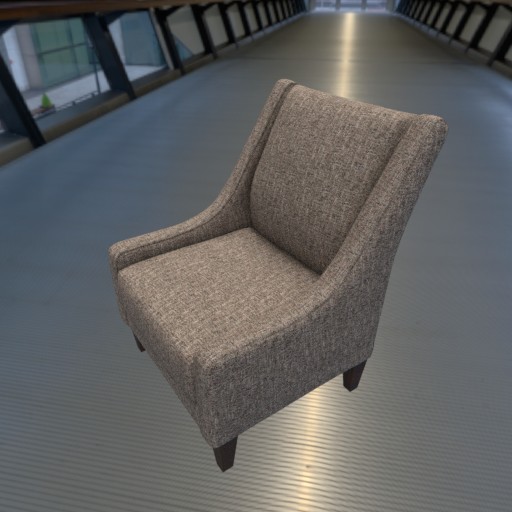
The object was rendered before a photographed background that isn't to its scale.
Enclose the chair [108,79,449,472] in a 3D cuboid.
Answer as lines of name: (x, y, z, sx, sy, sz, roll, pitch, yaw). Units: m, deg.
chair: (0.000, 0.000, 1.582, 0.870, 1.014, 0.774, -20, 37, -29)
